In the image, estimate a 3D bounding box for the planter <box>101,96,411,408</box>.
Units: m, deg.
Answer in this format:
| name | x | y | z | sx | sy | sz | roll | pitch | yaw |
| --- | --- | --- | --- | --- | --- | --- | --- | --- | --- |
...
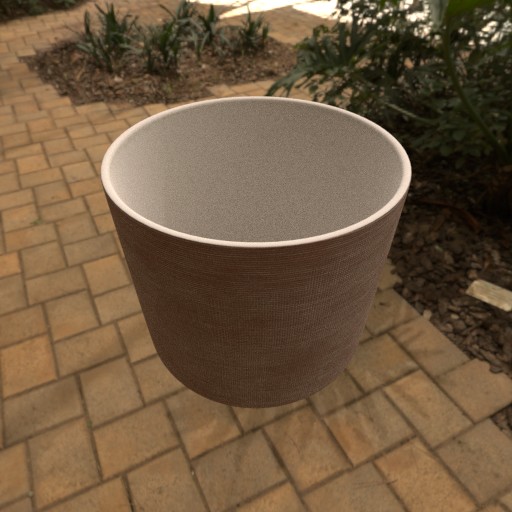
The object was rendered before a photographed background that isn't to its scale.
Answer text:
| name | x | y | z | sx | sy | sz | roll | pitch | yaw |
| --- | --- | --- | --- | --- | --- | --- | --- | --- | --- |
| planter | 0.000 | 0.000 | 0.776 | 0.440 | 0.398 | 0.440 | 0 | 40 | 0 |
